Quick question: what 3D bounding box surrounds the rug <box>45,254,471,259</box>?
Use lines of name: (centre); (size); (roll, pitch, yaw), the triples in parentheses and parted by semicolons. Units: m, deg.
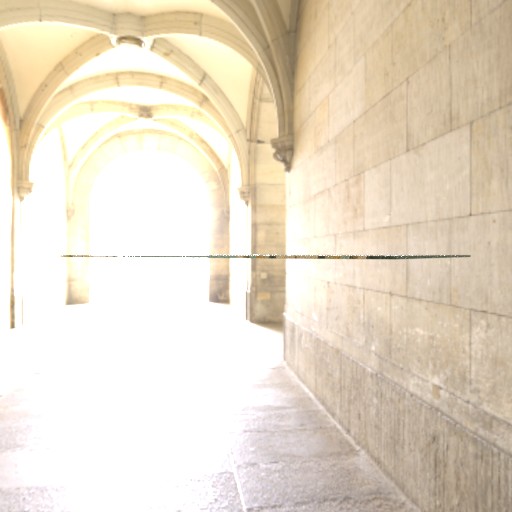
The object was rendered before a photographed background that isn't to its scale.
rug: (0.000, 0.000, 2.270); (1.811, 0.010, 1.212); (0, 0, 35)
